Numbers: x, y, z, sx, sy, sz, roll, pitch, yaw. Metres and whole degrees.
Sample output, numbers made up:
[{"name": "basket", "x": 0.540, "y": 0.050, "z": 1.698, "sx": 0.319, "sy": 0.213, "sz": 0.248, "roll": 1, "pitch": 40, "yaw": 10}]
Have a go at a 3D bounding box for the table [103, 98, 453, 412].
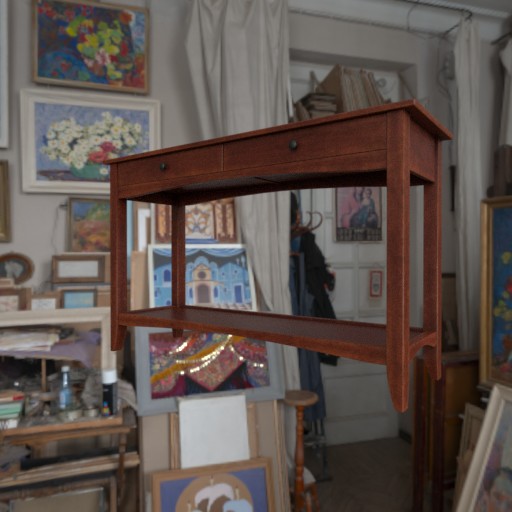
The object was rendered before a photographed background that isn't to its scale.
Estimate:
[{"name": "table", "x": 0.000, "y": 0.000, "z": 1.533, "sx": 1.188, "sy": 0.739, "sz": 0.392, "roll": 0, "pitch": 1, "yaw": 36}]
